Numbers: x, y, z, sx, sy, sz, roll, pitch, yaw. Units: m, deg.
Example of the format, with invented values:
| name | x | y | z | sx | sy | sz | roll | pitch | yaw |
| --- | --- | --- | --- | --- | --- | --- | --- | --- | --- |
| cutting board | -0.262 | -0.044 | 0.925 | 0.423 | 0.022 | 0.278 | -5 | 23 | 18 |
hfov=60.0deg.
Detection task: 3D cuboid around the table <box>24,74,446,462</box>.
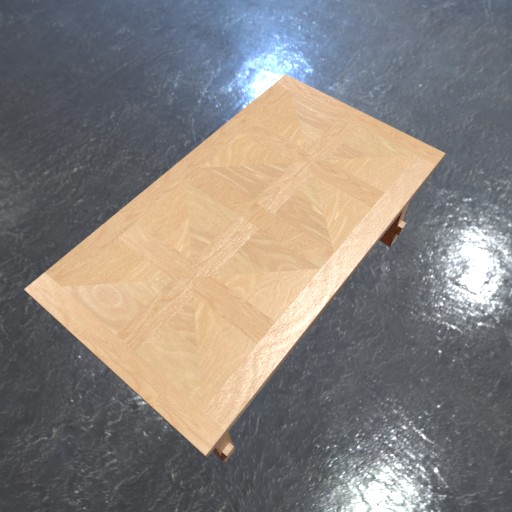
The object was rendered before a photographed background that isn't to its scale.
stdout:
| name | x | y | z | sx | sy | sz | roll | pitch | yaw |
| --- | --- | --- | --- | --- | --- | --- | --- | --- | --- |
| table | 0.000 | 0.000 | 1.647 | 0.711 | 0.507 | 1.270 | 34 | 64 | 19 |
